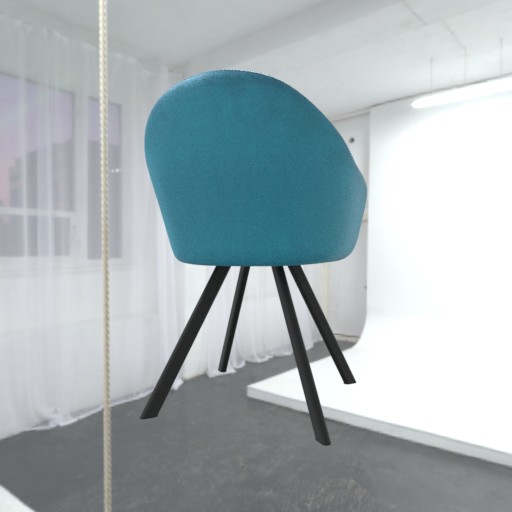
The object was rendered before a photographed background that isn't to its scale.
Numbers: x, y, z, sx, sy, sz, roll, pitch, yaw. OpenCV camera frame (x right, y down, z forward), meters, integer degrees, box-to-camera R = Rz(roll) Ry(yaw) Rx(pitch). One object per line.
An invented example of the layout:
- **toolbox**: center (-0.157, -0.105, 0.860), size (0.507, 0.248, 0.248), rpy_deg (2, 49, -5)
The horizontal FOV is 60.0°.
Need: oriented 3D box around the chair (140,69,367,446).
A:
- **chair**: center (0.000, 0.000, 1.174), size (0.540, 0.780, 0.570), rpy_deg (0, 0, 19)
